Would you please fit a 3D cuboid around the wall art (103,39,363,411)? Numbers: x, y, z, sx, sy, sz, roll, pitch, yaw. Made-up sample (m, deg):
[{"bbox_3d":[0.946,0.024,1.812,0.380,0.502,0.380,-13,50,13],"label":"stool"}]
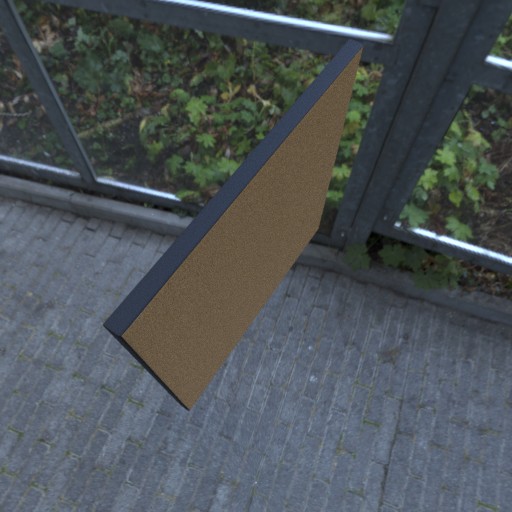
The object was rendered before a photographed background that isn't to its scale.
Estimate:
[{"bbox_3d":[0.000,0.000,0.675,0.022,0.453,0.456,31,67,15],"label":"wall art"}]
